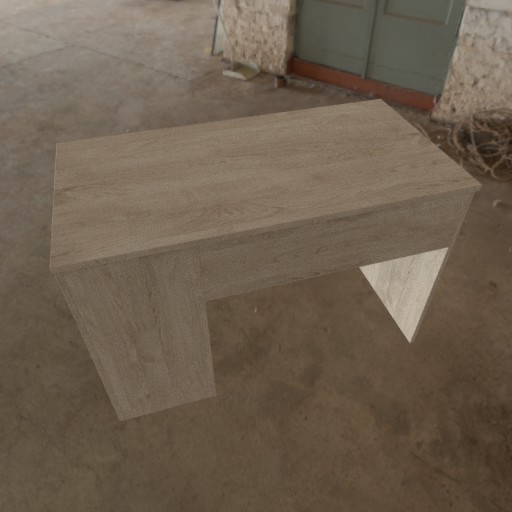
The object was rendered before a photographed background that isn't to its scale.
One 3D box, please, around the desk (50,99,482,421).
[{"bbox_3d":[0.000,0.000,1.512,1.096,0.730,0.560,-12,45,-12],"label":"desk"}]
